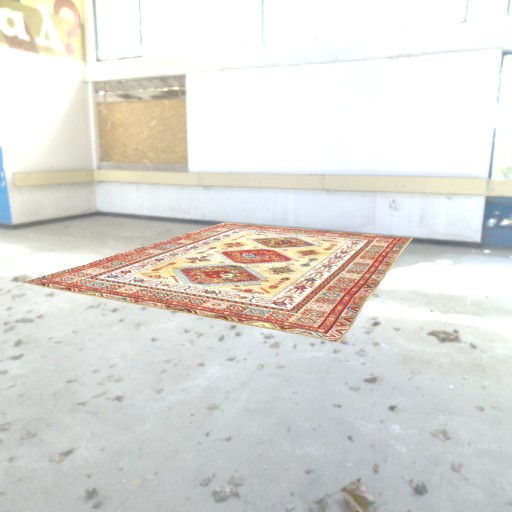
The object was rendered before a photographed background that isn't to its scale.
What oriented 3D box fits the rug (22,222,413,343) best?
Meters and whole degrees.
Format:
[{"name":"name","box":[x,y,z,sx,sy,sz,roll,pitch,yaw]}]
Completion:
[{"name":"rug","box":[0.000,0.000,4.172,2.460,0.005,3.067,7,15,25]}]
